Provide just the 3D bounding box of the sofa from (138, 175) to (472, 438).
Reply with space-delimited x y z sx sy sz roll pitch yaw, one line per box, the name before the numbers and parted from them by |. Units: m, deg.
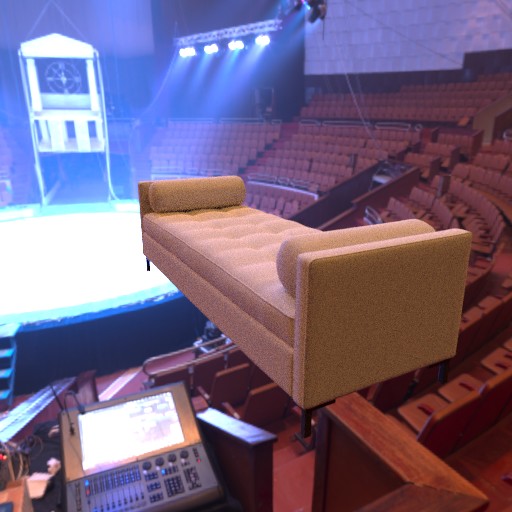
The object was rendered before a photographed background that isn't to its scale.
sofa | 0.000 0.000 2.346 0.746 0.641 1.985 -9 19 -27
